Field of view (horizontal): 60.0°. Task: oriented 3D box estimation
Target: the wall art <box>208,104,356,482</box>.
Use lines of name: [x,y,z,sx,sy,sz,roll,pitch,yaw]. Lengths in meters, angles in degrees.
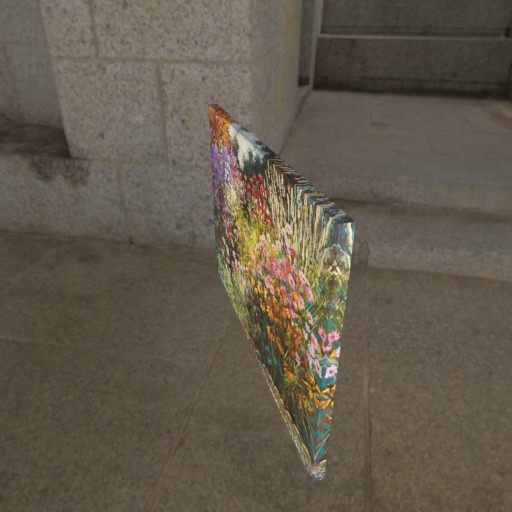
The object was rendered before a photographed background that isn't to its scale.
wall art: [0.000,0.000,1.465,0.042,0.760,1.136,-9,31,-15]
